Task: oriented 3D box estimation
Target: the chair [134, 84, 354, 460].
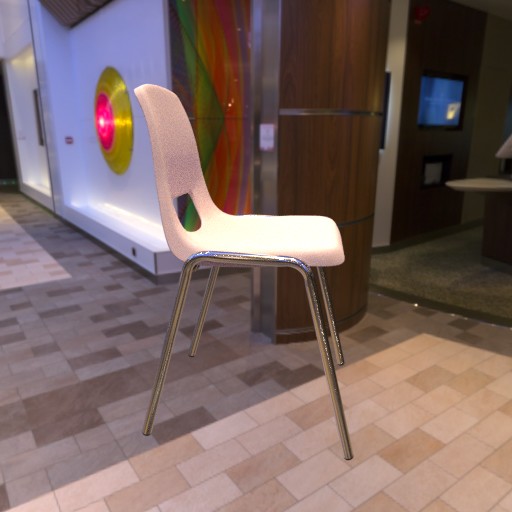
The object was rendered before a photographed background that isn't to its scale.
[{"bbox_3d":[0.000,0.000,0.969,0.436,0.704,0.381,2,16,8],"label":"chair"}]
